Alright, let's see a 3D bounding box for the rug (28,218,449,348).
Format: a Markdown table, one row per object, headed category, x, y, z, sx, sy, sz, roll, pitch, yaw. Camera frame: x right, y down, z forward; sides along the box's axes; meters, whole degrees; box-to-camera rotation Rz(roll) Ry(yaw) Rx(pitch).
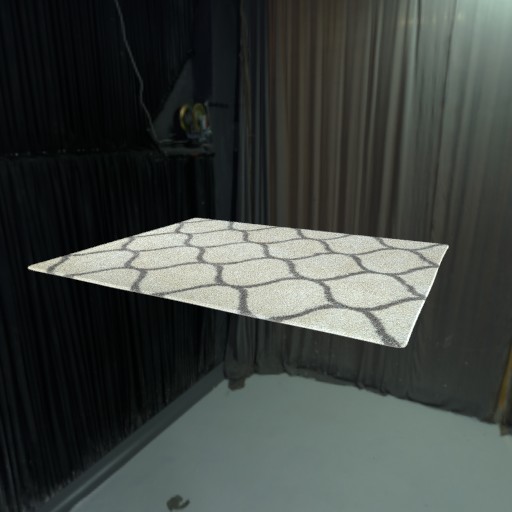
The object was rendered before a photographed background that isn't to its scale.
| category | x | y | z | sx | sy | sz | roll | pitch | yaw |
| --- | --- | --- | --- | --- | --- | --- | --- | --- | --- |
| rug | 0.000 | 0.000 | 3.981 | 3.000 | 0.026 | 2.399 | 8 | 18 | 27 |
